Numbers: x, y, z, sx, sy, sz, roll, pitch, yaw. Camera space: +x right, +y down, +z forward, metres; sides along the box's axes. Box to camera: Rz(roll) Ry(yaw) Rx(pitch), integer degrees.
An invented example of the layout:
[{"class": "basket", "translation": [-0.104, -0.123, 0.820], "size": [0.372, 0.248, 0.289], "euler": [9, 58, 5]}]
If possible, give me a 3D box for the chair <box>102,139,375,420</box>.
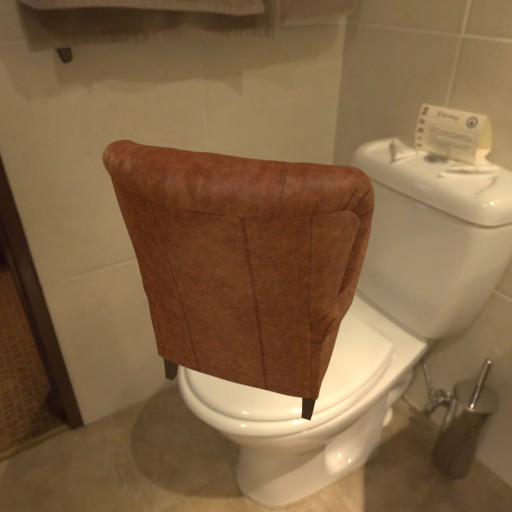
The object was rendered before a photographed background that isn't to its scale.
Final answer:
[{"class": "chair", "translation": [0.000, 0.000, 1.931], "size": [0.951, 1.164, 1.059], "euler": [11, 34, 17]}]
